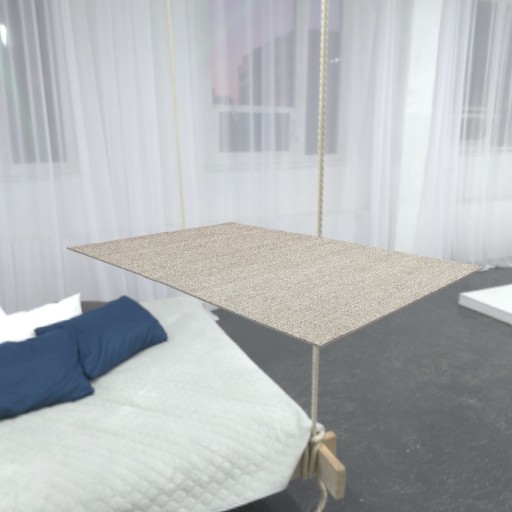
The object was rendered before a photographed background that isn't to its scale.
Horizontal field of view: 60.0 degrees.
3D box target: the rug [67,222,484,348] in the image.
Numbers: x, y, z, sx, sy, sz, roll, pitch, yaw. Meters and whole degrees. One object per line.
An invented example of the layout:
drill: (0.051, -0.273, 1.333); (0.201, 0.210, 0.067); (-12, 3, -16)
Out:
rug: (0.000, 0.000, 2.963); (1.609, 0.030, 2.342); (-13, 19, -42)
